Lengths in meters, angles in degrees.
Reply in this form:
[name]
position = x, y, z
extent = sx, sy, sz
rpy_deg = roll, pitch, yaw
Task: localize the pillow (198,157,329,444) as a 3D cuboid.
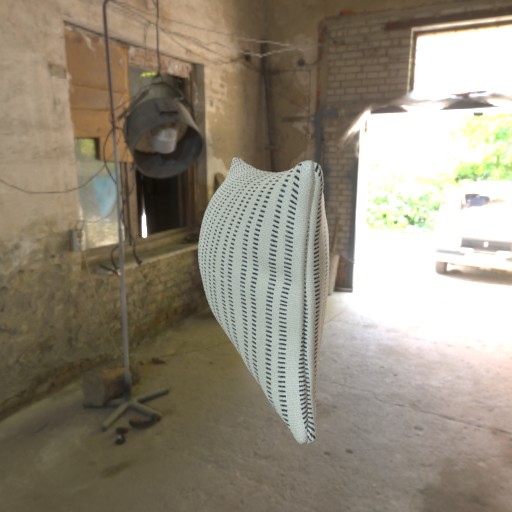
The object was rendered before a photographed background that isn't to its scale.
[pillow]
position = 0.000, 0.000, 0.819
extent = 0.210, 0.353, 0.640
rpy_deg = -2, 13, -10
